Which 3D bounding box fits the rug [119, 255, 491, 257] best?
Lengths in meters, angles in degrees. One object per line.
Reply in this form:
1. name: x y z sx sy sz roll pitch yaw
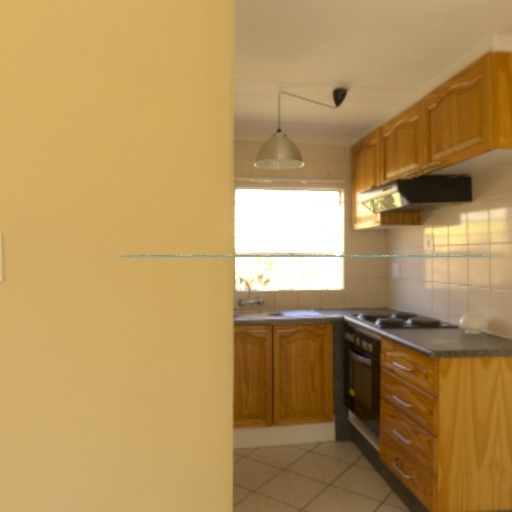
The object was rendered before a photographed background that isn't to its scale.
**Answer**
1. rug: 0.000 0.000 4.028 2.363 0.012 2.980 0 0 -18
